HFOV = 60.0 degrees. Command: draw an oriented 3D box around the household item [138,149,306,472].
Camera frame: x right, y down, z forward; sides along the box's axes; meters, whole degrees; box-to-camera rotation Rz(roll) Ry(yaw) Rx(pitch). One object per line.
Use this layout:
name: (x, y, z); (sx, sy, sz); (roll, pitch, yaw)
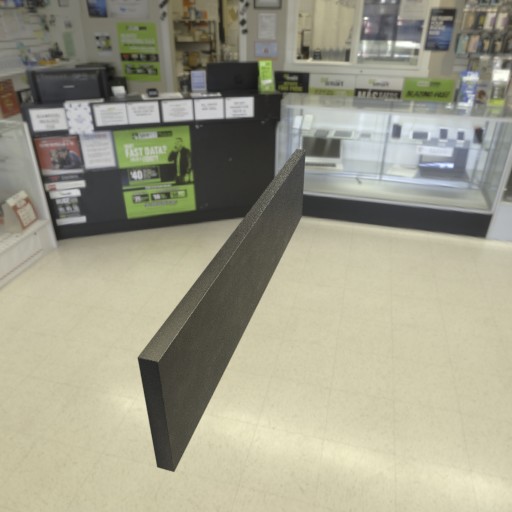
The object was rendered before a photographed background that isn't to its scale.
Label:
household item: (0.000, 0.000, 1.064); (0.030, 0.236, 1.001); (9, 31, 14)
